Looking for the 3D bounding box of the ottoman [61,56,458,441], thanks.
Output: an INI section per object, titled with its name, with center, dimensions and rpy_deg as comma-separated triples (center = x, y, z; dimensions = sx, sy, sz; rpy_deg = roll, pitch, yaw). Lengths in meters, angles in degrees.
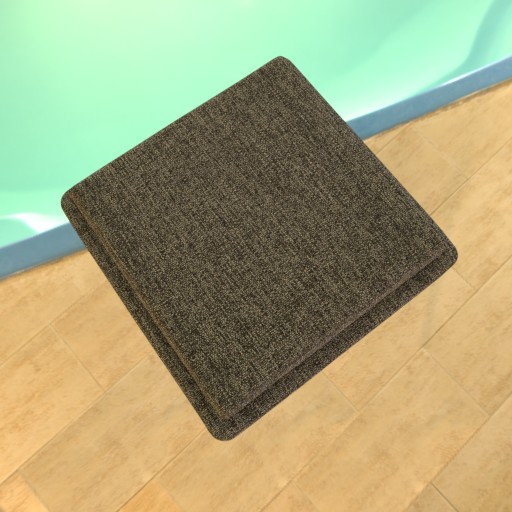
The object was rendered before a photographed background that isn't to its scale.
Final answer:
[ottoman]
center = 0.000, 0.000, 0.831
dimensions = 0.450, 0.463, 0.450
rpy_deg = -36, 78, -9
